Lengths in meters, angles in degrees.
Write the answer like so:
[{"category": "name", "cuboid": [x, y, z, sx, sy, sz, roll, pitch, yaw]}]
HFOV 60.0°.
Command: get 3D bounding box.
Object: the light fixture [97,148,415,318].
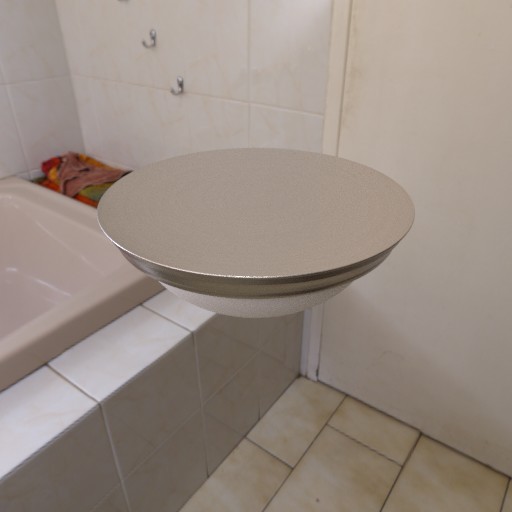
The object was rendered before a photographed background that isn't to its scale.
[{"category": "light fixture", "cuboid": [0.000, 0.000, 0.441, 0.280, 0.135, 0.280, 0, 31, 0]}]
